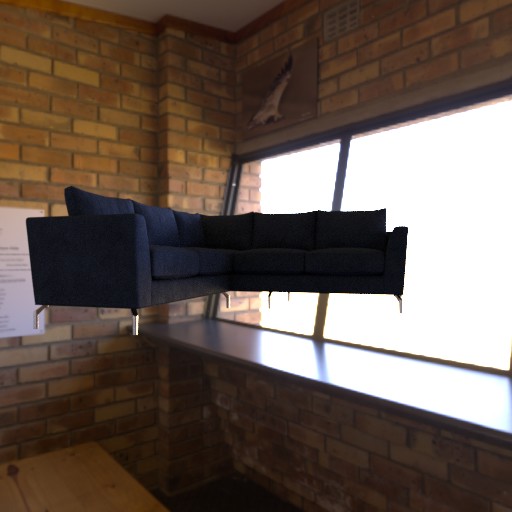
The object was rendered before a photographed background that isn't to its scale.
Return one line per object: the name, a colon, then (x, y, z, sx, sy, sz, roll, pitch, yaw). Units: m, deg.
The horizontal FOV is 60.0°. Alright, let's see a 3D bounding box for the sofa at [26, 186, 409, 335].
sofa: (0.000, 0.000, 3.760, 2.463, 0.988, 2.472, 0, 0, 18)
